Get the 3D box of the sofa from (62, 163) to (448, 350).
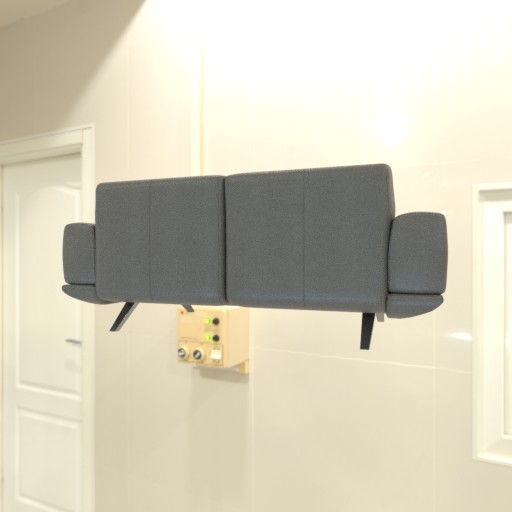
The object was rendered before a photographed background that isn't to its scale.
[{"bbox_3d":[0.000,0.000,2.442,1.901,0.772,0.900,0,0,20],"label":"sofa"}]
